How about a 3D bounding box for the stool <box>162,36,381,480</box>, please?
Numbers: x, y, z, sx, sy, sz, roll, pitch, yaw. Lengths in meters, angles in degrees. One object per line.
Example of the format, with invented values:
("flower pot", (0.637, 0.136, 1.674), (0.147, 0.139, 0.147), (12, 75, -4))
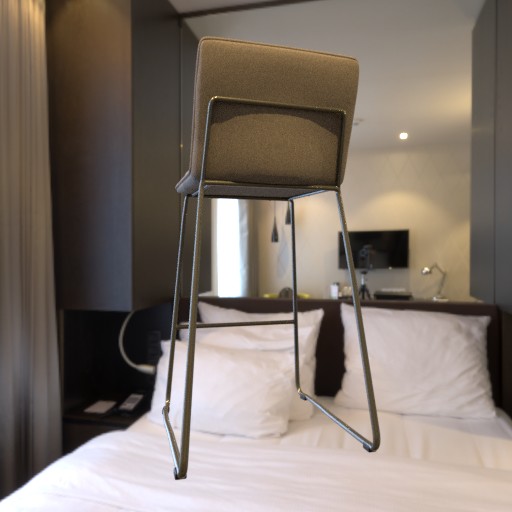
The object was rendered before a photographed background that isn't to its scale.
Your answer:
("stool", (0.000, 0.000, 1.225), (0.490, 0.960, 0.490), (0, 0, -16))
